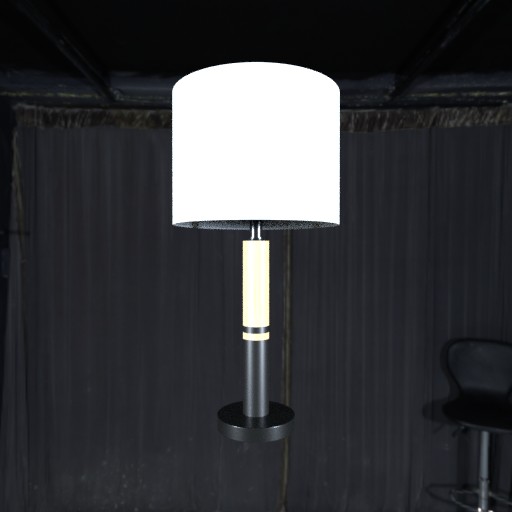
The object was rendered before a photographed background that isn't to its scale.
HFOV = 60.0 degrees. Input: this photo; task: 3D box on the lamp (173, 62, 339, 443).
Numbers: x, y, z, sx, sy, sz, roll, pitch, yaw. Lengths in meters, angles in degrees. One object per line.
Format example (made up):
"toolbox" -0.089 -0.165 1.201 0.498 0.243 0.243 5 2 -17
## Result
"lamp" 0.000 0.000 0.827 0.305 0.640 0.305 0 1 -1
